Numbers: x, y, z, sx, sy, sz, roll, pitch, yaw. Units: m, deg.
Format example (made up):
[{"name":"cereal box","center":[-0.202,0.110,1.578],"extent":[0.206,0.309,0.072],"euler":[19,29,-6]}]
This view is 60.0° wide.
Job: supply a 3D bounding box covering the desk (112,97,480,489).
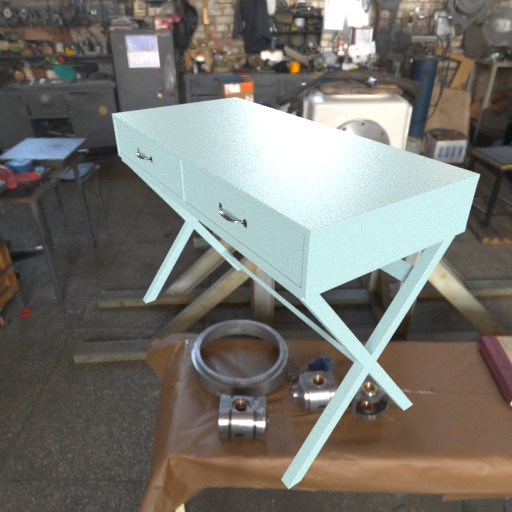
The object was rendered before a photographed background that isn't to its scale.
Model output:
[{"name":"desk","center":[0.000,0.000,1.464],"extent":[0.525,0.780,1.057],"euler":[-19,36,-29]}]
